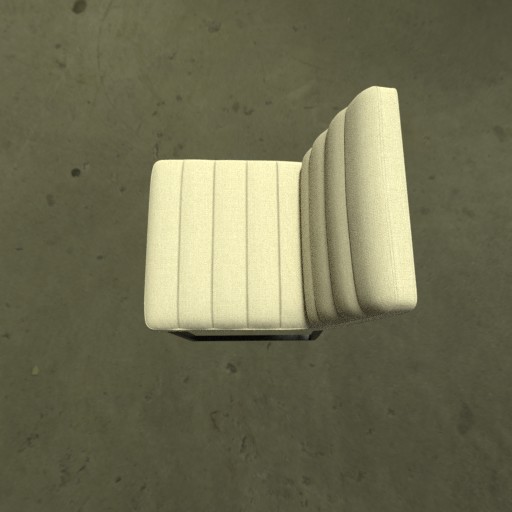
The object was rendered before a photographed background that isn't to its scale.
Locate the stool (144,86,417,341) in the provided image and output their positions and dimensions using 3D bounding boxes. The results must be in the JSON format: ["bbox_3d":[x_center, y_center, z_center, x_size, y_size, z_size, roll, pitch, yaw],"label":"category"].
[{"bbox_3d":[0.000,0.000,1.312,0.560,1.040,0.460,0,76,0],"label":"stool"}]
